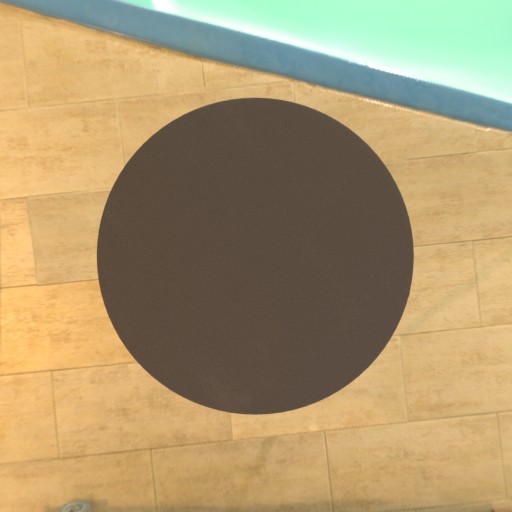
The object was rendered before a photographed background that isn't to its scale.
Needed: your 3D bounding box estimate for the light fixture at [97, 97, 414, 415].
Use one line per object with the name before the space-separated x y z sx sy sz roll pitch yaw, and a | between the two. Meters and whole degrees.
light fixture | 0.000 0.000 0.544 0.356 0.102 0.356 0 89 -1
